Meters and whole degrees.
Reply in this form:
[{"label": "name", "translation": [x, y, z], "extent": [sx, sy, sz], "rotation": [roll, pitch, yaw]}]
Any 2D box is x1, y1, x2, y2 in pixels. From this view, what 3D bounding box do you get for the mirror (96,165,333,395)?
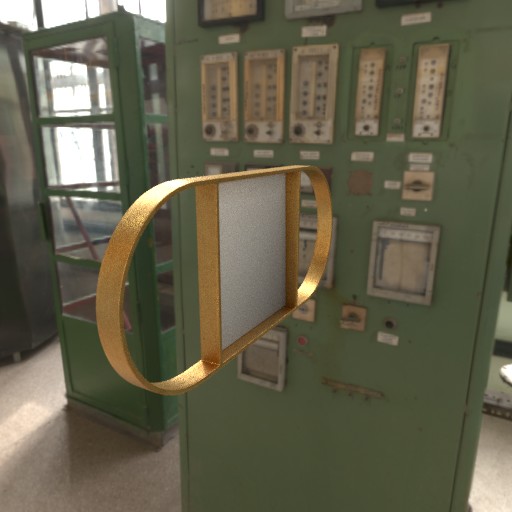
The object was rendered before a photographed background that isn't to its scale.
[{"label": "mirror", "translation": [0.000, 0.000, 0.676], "extent": [0.032, 0.254, 0.584], "rotation": [8, 17, 29]}]
